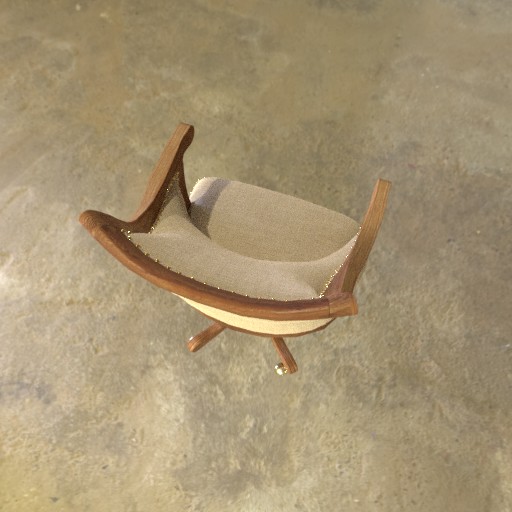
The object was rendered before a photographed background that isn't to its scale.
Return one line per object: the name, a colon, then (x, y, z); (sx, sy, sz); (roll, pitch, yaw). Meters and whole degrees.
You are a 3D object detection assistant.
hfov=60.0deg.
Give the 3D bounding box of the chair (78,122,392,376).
chair: (0.000, 0.000, 1.429); (0.656, 0.965, 0.689); (18, 65, 9)
